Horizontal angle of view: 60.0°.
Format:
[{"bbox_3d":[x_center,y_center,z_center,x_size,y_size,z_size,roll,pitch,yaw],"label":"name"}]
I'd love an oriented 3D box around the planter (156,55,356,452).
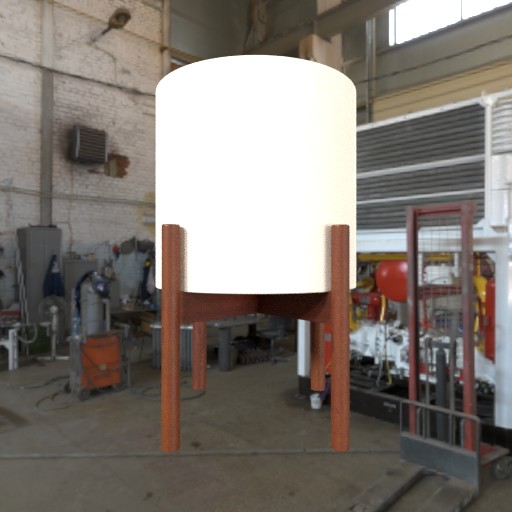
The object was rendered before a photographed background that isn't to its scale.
[{"bbox_3d":[0.000,0.000,0.946,0.417,0.670,0.417,0,0,1],"label":"planter"}]
